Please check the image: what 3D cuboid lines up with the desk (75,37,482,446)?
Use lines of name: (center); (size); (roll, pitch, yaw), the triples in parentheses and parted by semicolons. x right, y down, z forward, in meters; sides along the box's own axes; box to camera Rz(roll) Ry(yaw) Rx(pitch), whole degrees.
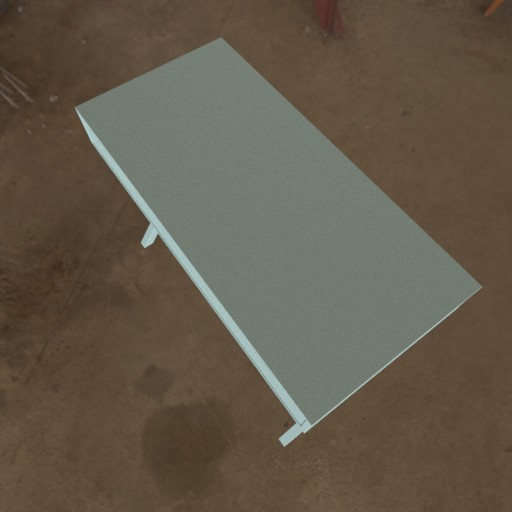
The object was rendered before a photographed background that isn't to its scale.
desk: (0.000, 0.000, 1.483); (0.509, 0.780, 1.059); (-33, 68, -15)
